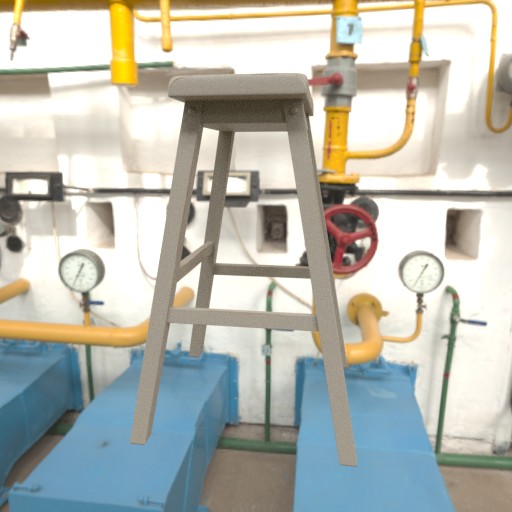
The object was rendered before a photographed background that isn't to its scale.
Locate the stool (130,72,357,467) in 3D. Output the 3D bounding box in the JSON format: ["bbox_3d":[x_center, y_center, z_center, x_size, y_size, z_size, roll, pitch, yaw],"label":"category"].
[{"bbox_3d":[0.000,0.000,1.050,0.476,0.737,0.457,2,13,9],"label":"stool"}]
